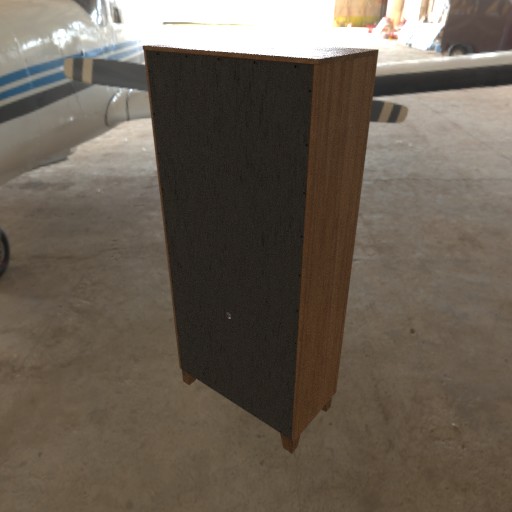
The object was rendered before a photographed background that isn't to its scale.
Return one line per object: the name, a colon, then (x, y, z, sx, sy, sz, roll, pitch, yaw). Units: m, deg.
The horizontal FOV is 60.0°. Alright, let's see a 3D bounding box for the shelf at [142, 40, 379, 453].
shelf: (0.000, 0.000, 2.259, 0.864, 1.930, 0.453, 21, 36, 33)
